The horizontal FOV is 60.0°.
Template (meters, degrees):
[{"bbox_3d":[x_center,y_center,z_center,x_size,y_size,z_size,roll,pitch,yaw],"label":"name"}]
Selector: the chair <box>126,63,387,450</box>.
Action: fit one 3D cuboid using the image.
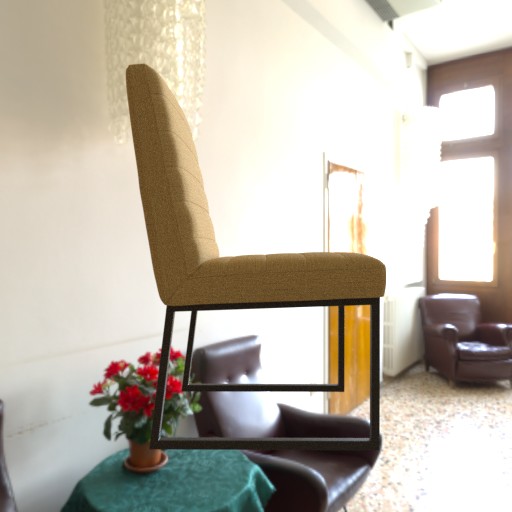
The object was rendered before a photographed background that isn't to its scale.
[{"bbox_3d":[0.000,0.000,1.293,0.634,0.930,0.520,0,1,0],"label":"chair"}]
